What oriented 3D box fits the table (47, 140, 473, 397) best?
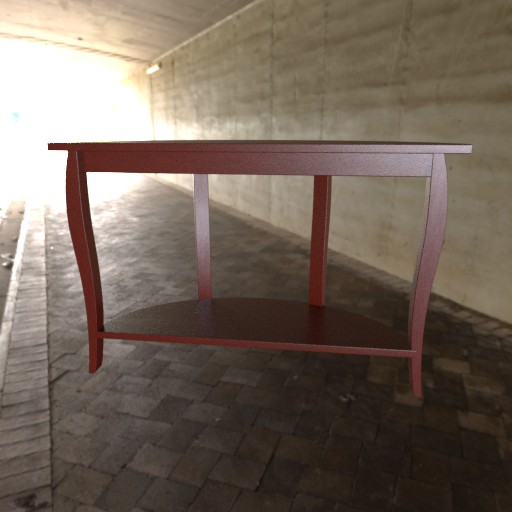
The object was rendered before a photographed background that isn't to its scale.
[{"bbox_3d":[0.000,0.000,1.557,1.219,0.779,0.405,2,16,7],"label":"table"}]
